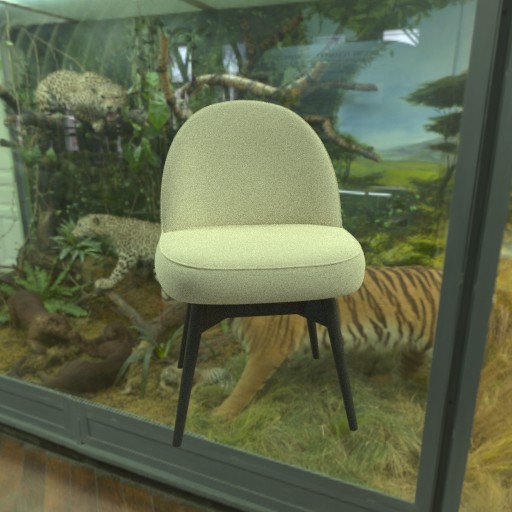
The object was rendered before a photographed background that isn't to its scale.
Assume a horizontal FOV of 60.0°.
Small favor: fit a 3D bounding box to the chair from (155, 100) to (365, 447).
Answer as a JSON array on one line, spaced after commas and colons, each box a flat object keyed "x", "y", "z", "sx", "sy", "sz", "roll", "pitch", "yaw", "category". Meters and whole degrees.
[{"x": 0.000, "y": 0.000, "z": 1.220, "sx": 0.532, "sy": 0.838, "sz": 0.540, "roll": -2, "pitch": 16, "yaw": -7, "category": "chair"}]
